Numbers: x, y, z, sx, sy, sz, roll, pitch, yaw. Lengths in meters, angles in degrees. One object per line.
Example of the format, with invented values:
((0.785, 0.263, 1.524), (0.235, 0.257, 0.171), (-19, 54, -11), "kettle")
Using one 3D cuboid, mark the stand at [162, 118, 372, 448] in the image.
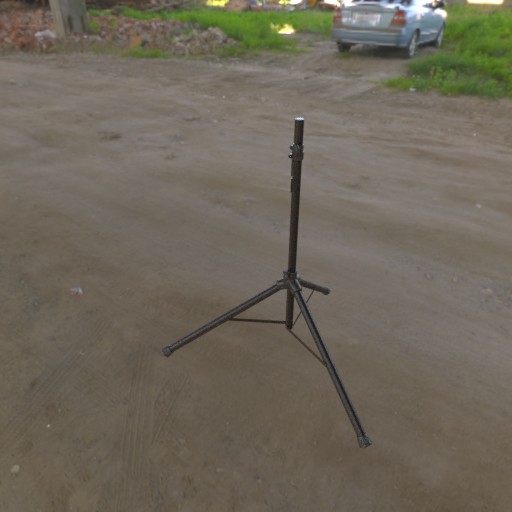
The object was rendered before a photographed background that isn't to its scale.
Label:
((0.000, 0.000, 1.863), (0.907, 1.136, 1.045), (0, 32, 0), "stand")
